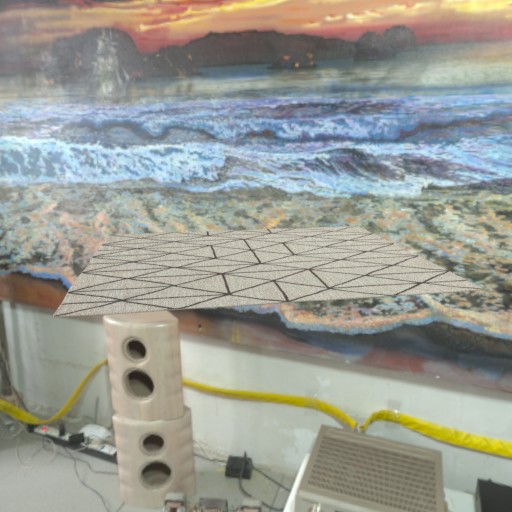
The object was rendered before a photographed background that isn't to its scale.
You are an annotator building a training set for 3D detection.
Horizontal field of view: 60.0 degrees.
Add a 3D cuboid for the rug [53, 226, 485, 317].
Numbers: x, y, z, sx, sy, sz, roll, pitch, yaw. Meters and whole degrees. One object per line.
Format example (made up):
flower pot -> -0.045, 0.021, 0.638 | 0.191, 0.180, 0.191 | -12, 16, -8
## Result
rug -> 0.000, 0.000, 4.205 | 3.061, 0.022, 2.468 | -3, 15, -10
